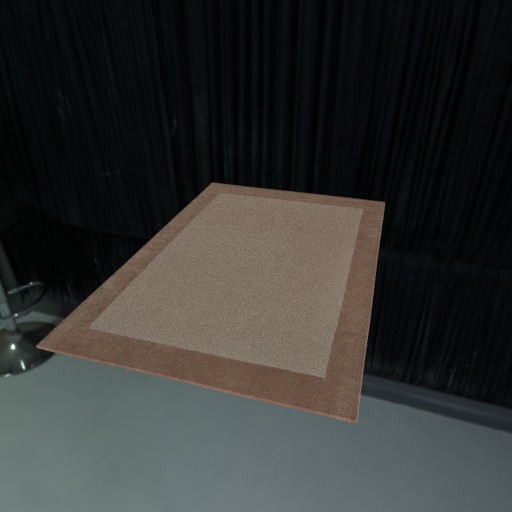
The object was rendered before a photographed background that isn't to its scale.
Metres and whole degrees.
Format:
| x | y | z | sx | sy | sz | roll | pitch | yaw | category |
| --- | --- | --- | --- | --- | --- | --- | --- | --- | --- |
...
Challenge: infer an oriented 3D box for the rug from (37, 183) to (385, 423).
| x | y | z | sx | sy | sz | roll | pitch | yaw | category |
| --- | --- | --- | --- | --- | --- | --- | --- | --- | --- |
| 0.000 | 0.000 | 2.310 | 1.219 | 0.014 | 1.829 | 9 | 31 | 14 | rug |
